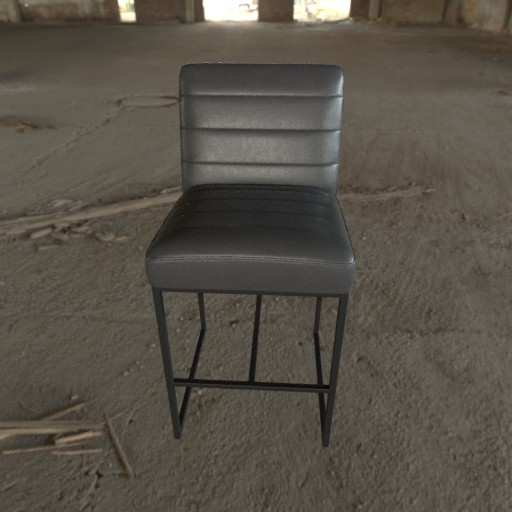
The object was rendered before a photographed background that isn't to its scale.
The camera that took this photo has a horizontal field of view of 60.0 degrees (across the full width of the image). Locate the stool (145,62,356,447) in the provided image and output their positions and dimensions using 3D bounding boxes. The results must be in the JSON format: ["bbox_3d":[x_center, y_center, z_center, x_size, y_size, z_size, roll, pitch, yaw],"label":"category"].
[{"bbox_3d":[0.000,0.000,1.233,0.457,0.938,0.552,2,31,3],"label":"stool"}]
